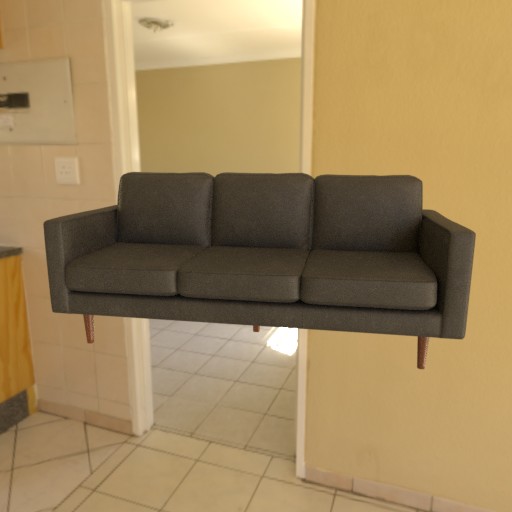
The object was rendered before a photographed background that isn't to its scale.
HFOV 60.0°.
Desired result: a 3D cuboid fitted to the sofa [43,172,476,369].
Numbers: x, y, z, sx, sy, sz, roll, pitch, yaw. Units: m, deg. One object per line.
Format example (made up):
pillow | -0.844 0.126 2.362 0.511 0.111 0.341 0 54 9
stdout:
sofa | 0.000 0.000 2.465 2.029 0.899 0.879 2 12 10
